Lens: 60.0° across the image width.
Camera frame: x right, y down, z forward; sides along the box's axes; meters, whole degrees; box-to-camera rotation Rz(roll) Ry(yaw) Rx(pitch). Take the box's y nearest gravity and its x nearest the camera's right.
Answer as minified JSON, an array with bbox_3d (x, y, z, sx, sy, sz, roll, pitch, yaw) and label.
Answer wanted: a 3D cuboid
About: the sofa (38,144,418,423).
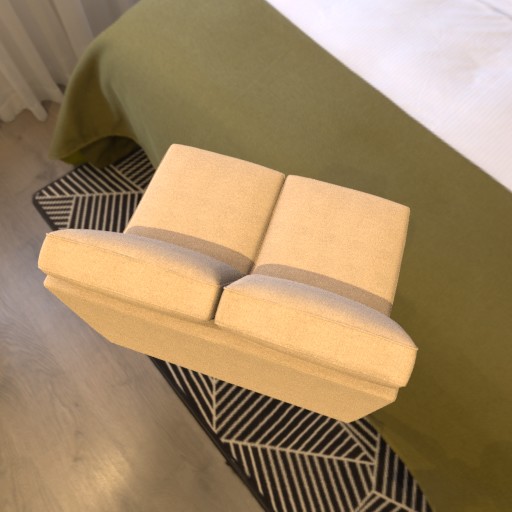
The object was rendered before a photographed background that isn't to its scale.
[{"bbox_3d":[0.000,0.000,1.927,1.232,1.006,0.978,17,65,8],"label":"sofa"}]
